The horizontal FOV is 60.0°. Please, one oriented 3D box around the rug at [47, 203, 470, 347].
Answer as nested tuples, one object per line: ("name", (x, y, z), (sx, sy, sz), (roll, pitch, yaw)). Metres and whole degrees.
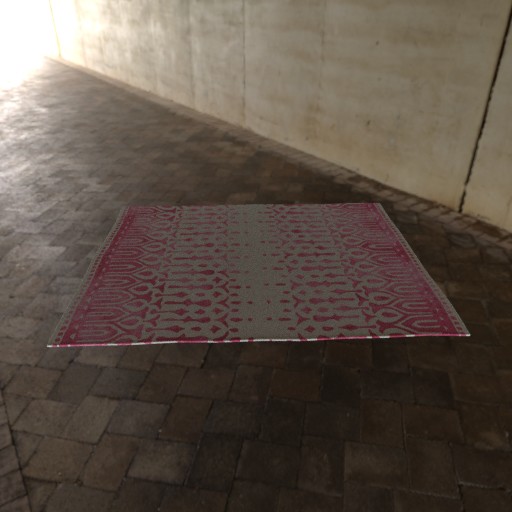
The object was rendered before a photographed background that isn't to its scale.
("rug", (0.000, 0.000, 4.245), (3.095, 0.016, 2.441), (-1, 30, -2))
